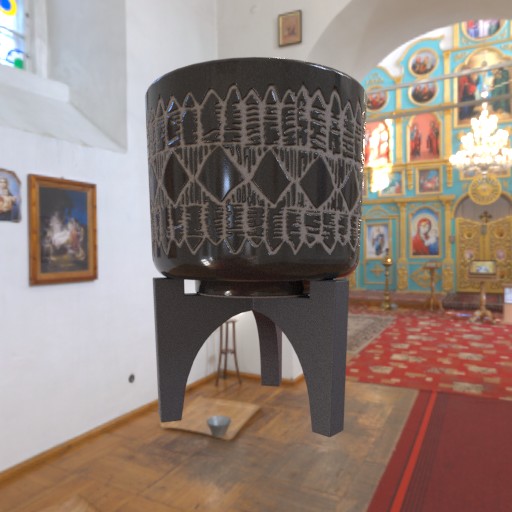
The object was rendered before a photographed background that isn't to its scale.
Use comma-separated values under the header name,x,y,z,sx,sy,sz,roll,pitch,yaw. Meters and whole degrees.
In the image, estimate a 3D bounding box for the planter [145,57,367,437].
name,x,y,z,sx,sy,sz,roll,pitch,yaw
planter,0.000,0.000,0.516,0.251,0.355,0.251,0,0,-17
